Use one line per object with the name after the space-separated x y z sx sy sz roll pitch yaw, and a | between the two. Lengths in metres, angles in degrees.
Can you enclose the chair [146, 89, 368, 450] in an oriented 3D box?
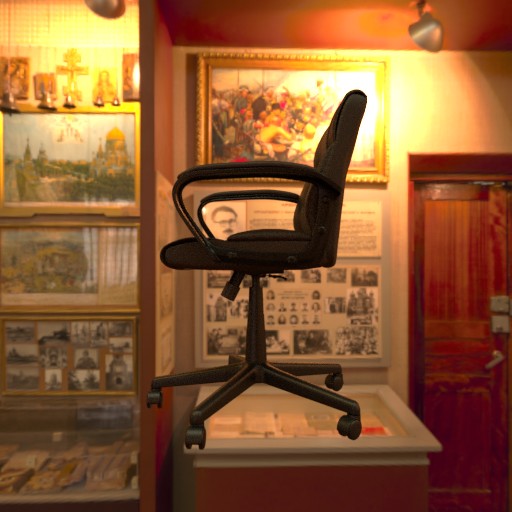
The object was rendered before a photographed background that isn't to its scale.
0.000 0.000 1.489 0.717 1.004 0.739 0 0 0 | chair
